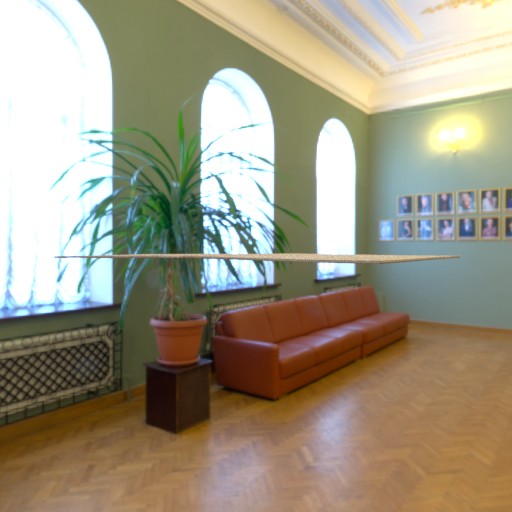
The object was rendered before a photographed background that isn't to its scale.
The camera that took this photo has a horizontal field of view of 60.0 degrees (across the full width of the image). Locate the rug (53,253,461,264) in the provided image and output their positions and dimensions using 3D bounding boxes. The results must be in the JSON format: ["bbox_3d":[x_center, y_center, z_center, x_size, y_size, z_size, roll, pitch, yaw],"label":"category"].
[{"bbox_3d":[0.000,0.000,3.072,2.342,0.030,1.609,1,1,35],"label":"rug"}]
